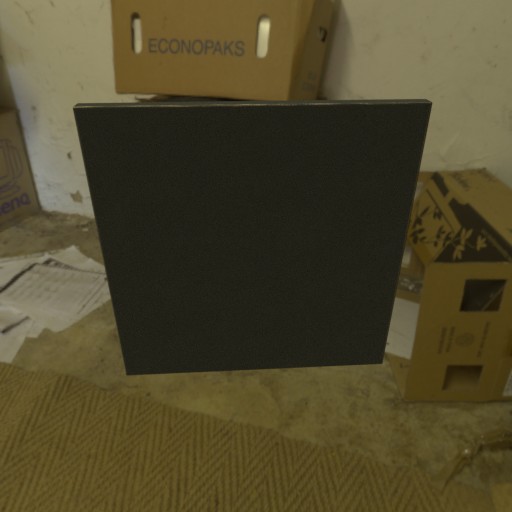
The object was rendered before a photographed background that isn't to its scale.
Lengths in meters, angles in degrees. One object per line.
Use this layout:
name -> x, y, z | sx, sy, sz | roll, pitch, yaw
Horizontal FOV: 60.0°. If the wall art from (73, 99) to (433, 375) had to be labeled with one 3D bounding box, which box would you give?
wall art -> 0.000, 0.000, 0.456 | 0.304, 0.303, 0.015 | -2, 30, -3
